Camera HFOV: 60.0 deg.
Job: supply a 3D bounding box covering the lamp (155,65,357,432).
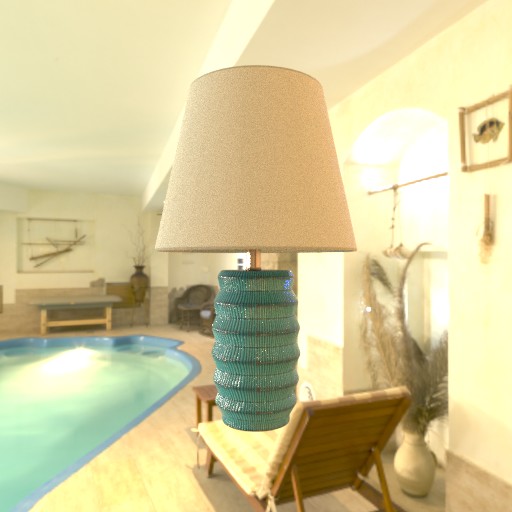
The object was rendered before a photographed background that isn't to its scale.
[{"bbox_3d":[0.000,0.000,0.794,0.355,0.582,0.355,0,0,0],"label":"lamp"}]
